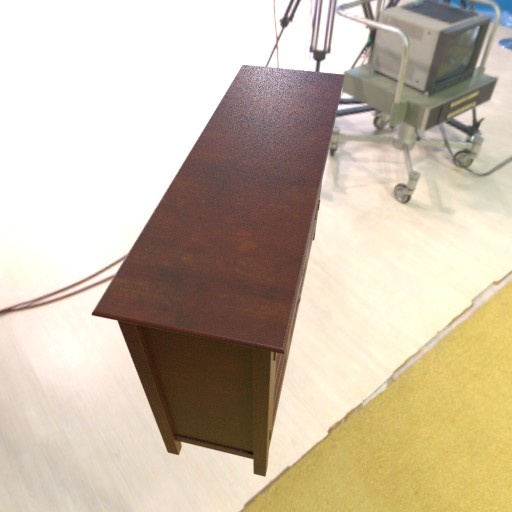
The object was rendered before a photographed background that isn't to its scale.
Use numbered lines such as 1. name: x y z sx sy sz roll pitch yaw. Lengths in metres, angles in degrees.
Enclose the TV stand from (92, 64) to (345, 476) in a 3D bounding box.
1. TV stand: 0.000 0.000 1.755 0.445 0.915 1.372 10 47 9
